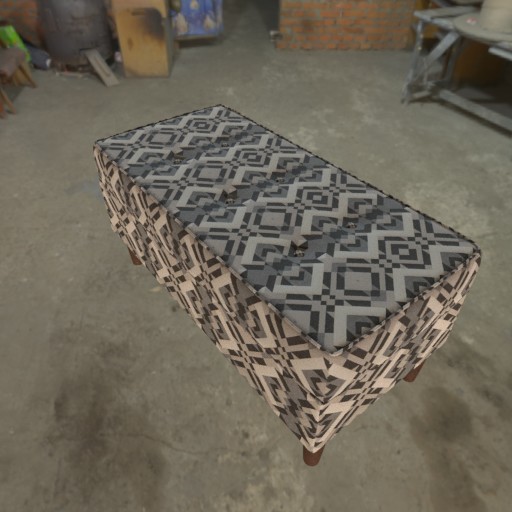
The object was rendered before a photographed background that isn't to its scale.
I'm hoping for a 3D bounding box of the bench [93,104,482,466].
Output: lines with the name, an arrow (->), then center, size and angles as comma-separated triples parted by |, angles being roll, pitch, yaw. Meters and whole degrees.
bench -> 0.000, 0.000, 1.279 | 0.492, 0.477, 1.016 | -27, 48, -28
